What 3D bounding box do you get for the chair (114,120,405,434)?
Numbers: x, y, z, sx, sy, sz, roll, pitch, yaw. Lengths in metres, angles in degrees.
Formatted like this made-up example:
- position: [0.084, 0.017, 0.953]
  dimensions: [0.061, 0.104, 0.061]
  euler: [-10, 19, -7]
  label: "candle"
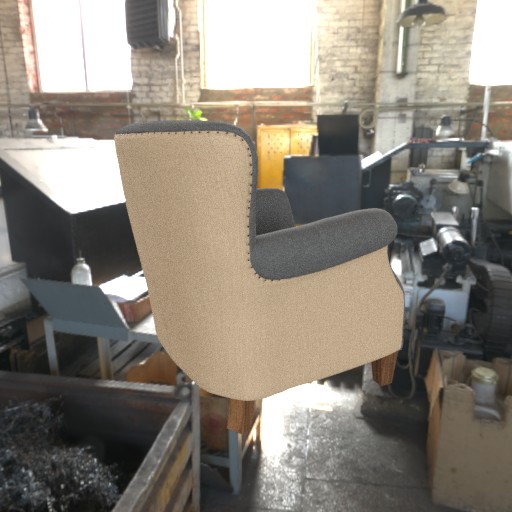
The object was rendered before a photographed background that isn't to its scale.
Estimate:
- position: [0.000, 0.000, 1.638]
  dimensions: [0.921, 0.936, 0.861]
  euler: [-8, 17, -26]
  label: "chair"
